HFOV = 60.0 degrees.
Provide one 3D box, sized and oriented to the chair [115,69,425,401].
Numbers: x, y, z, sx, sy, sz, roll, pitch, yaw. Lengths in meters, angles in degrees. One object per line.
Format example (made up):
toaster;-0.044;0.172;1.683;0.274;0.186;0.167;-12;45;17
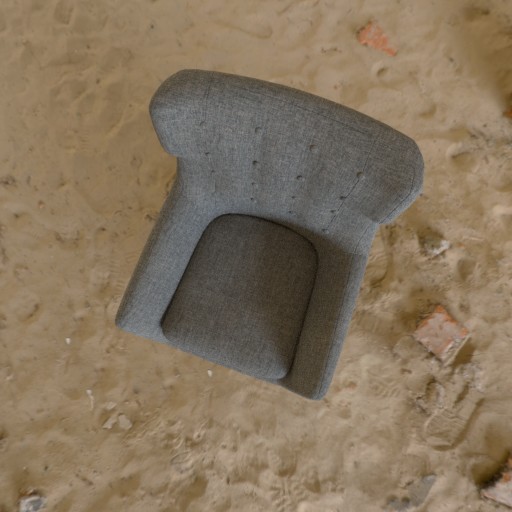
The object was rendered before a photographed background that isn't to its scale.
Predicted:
chair;0.000;0.000;1.771;0.878;1.063;0.904;19;77;5
